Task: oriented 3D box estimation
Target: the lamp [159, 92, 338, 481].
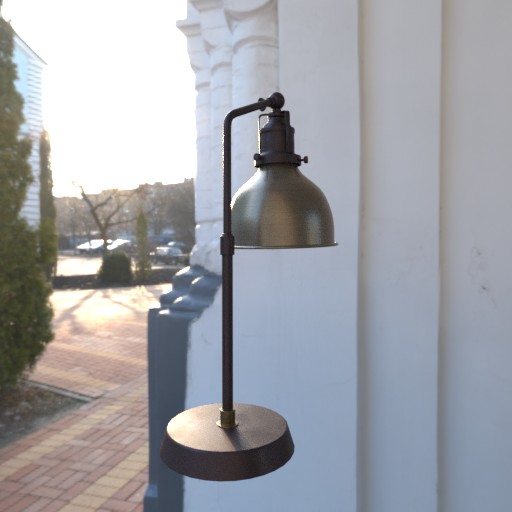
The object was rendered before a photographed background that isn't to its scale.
[{"bbox_3d":[0.000,0.000,0.599,0.175,0.469,0.298,1,2,36],"label":"lamp"}]
